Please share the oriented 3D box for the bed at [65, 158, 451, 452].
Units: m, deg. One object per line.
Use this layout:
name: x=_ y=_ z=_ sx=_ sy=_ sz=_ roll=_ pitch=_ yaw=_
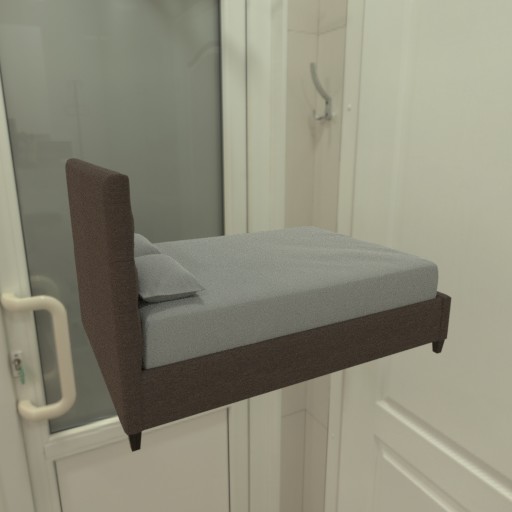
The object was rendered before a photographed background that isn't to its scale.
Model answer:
bed: x=0.000 y=0.000 z=3.343 sx=2.387 sy=1.427 sz=1.698 roll=-8 pitch=17 yaw=-27
